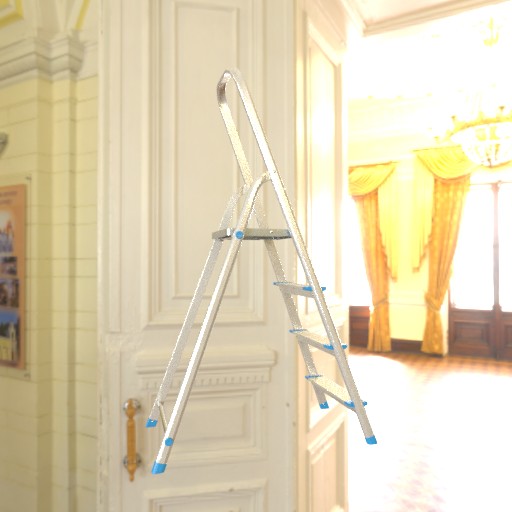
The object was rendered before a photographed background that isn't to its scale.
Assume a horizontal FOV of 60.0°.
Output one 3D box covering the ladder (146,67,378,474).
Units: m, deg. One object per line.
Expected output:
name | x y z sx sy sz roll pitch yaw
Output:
ladder | 0.000 0.000 1.786 0.842 1.434 0.445 0 0 -17
